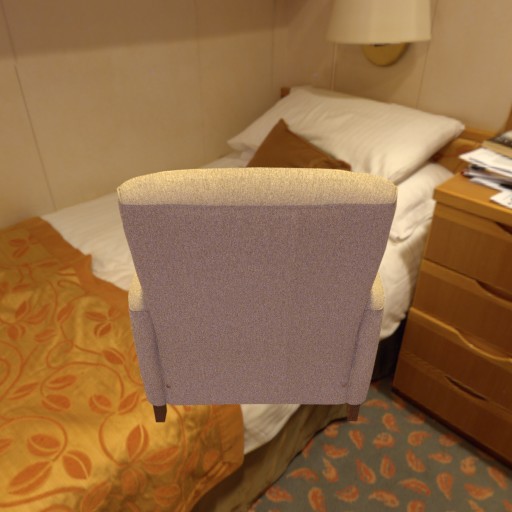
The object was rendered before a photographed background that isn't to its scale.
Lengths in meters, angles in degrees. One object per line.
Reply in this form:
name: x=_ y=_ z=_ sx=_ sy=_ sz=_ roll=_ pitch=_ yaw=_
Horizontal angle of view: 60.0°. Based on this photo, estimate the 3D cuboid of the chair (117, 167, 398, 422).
chair: x=0.000 y=0.000 z=1.653 sx=0.848 sy=1.014 sz=0.864 roll=0 pitch=33 yaw=0
